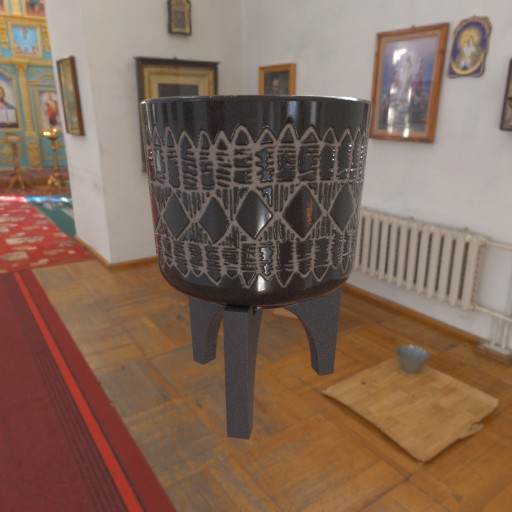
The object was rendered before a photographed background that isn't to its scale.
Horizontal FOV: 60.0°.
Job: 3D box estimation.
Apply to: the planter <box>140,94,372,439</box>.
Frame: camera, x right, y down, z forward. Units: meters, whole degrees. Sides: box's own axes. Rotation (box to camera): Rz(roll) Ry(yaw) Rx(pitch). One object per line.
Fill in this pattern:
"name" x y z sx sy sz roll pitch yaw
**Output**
"planter" 0.000 0.000 0.540 0.251 0.355 0.251 3 17 10
